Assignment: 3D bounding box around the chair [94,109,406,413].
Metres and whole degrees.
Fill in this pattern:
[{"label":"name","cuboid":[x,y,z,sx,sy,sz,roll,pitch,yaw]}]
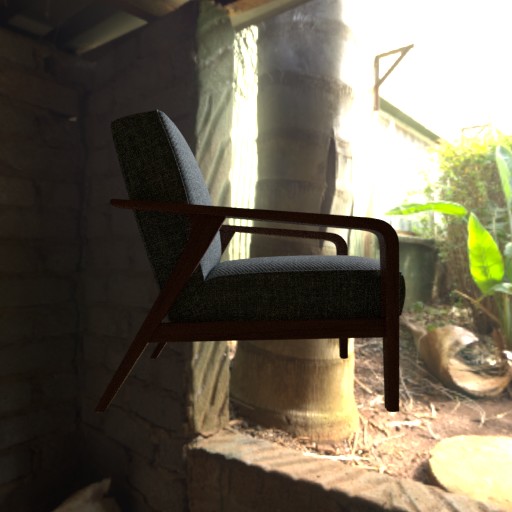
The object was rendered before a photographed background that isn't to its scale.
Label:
[{"label":"chair","cuboid":[0.000,0.000,1.556,0.889,0.864,0.719,0,0,0]}]
